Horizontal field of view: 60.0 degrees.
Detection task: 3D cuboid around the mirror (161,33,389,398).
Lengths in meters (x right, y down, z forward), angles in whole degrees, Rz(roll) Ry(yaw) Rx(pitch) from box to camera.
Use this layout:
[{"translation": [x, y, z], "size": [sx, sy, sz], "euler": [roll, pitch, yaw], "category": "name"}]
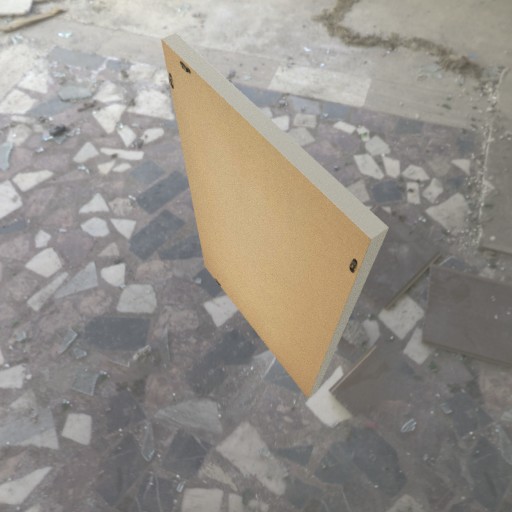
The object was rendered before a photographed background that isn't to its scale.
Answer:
[{"translation": [0.000, 0.000, 1.165], "size": [0.041, 0.914, 0.609], "euler": [-32, 63, -18], "category": "mirror"}]
